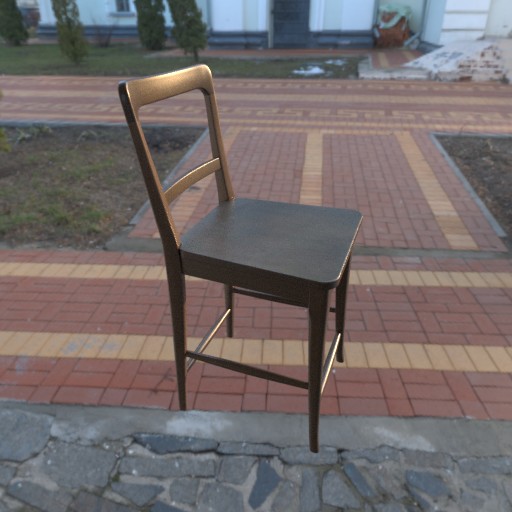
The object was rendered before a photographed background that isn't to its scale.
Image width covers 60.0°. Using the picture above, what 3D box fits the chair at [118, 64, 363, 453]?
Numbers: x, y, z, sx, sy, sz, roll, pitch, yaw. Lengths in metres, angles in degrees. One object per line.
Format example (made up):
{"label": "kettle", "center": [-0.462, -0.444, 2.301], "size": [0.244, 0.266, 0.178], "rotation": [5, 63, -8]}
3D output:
{"label": "chair", "center": [0.000, 0.000, 1.300], "size": [0.546, 0.991, 0.450], "rotation": [10, 30, 18]}
